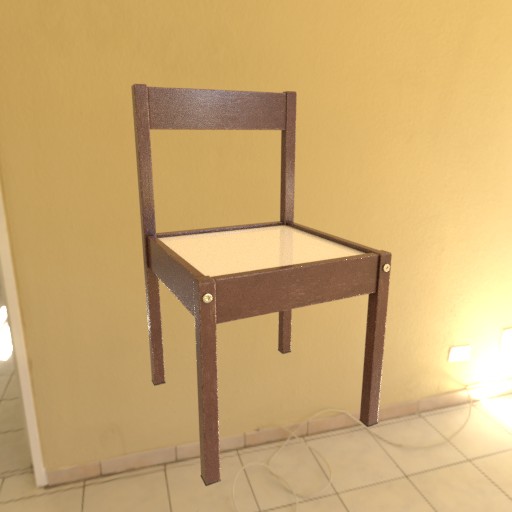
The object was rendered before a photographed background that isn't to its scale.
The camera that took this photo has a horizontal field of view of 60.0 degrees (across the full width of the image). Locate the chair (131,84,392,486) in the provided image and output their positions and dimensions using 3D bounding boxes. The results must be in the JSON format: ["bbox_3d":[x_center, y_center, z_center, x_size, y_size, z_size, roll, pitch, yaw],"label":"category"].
[{"bbox_3d":[0.000,0.000,0.680,0.285,0.505,0.285,-8,17,-26],"label":"chair"}]
